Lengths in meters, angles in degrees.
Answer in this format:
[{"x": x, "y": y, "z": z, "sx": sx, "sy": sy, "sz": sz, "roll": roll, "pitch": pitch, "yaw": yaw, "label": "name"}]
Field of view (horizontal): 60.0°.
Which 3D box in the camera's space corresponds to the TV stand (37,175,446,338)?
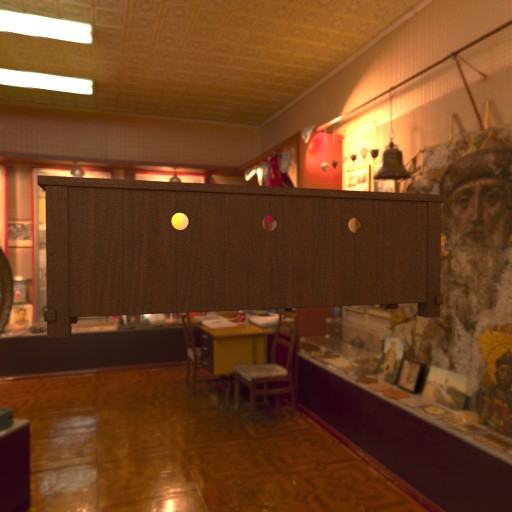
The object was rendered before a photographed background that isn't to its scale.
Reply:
[{"x": 0.000, "y": 0.000, "z": 2.163, "sx": 1.866, "sy": 0.615, "sz": 0.471, "roll": 0, "pitch": 0, "yaw": -18, "label": "TV stand"}]
